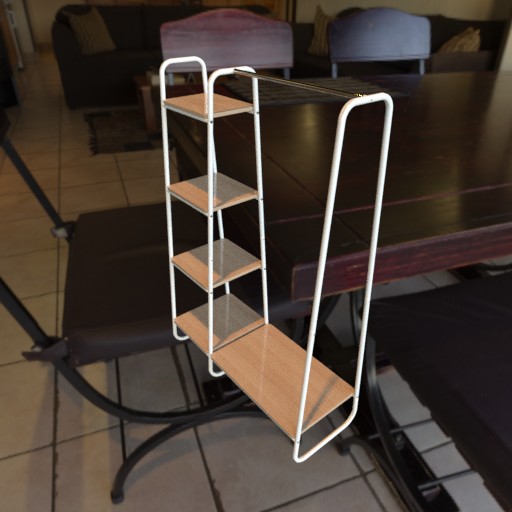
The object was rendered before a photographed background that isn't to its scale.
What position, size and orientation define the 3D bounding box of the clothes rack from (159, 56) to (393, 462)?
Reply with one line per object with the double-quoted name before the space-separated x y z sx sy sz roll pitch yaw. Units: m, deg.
"clothes rack" 0.000 0.000 1.937 0.400 1.500 1.011 -23 38 -33
